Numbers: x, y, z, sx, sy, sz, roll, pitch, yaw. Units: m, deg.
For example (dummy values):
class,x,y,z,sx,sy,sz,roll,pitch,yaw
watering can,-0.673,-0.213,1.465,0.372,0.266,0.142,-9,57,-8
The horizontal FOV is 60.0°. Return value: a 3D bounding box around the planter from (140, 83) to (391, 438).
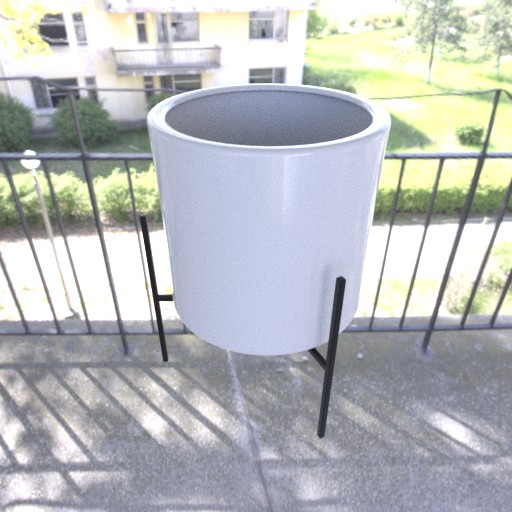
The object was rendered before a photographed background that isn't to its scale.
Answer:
class,x,y,z,sx,sy,sz,roll,pitch,yaw
planter,0.000,0.000,0.737,0.361,0.480,0.360,-1,33,-2
